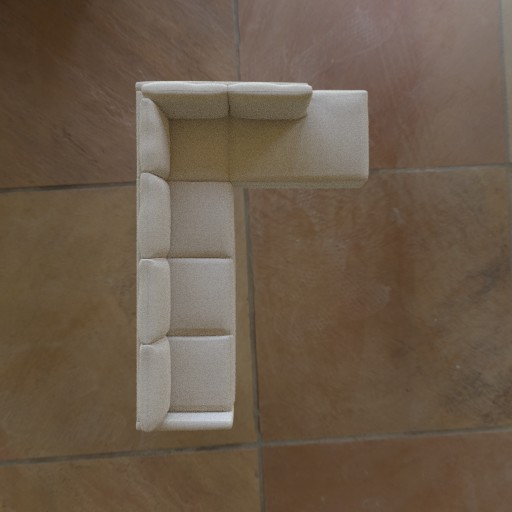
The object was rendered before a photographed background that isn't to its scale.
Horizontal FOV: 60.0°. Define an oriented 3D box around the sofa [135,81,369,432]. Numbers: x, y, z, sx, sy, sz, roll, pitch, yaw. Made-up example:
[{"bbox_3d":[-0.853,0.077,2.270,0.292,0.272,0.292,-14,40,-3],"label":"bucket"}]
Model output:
[{"bbox_3d":[0.000,0.000,3.886,2.007,0.815,2.949,0,90,-2],"label":"sofa"}]
